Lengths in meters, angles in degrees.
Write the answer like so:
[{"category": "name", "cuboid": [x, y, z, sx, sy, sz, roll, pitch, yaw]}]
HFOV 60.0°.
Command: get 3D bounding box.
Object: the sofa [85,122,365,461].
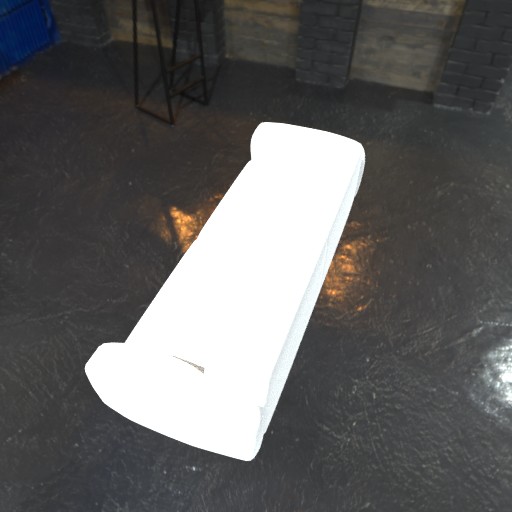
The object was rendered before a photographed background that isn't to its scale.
[{"category": "sofa", "cuboid": [0.000, 0.000, 2.744, 0.870, 0.780, 2.280, 16, 50, 14]}]
